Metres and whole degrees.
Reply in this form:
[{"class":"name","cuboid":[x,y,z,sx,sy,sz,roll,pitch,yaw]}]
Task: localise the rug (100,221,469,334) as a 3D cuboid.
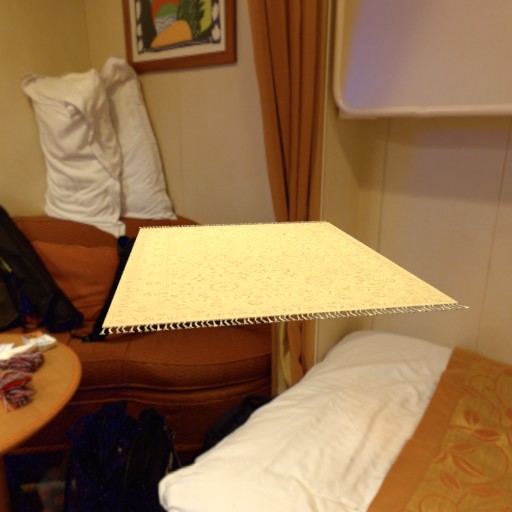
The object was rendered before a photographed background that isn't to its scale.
[{"class":"rug","cuboid":[0.000,0.000,4.245,2.444,0.013,3.043,-3,16,-9]}]
